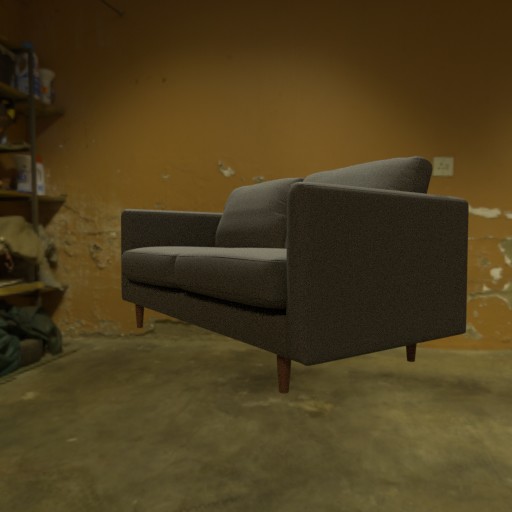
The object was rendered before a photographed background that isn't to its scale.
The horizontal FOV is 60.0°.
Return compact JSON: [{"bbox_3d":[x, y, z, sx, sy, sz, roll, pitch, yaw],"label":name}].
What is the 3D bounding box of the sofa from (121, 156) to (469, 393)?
[{"bbox_3d":[0.000,0.000,2.235,0.940,0.866,1.713,-1,2,-35],"label":"sofa"}]
